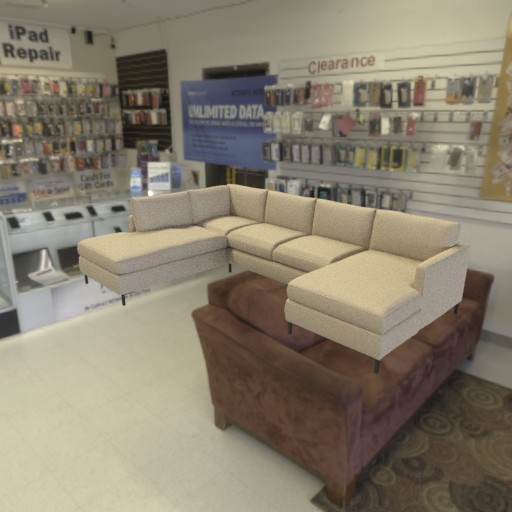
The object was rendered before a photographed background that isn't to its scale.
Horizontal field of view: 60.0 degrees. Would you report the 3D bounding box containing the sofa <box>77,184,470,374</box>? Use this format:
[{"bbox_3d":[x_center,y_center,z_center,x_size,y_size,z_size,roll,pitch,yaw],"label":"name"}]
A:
[{"bbox_3d":[0.000,0.000,3.653,1.879,0.756,2.737,-17,24,-41],"label":"sofa"}]
